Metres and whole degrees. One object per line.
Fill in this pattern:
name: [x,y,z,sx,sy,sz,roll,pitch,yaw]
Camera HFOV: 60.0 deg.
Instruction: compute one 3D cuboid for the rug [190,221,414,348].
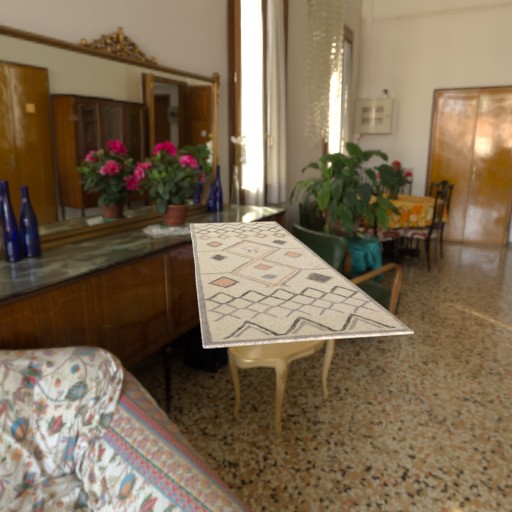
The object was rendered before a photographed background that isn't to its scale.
rug: [0.000,0.000,2.687,0.750,0.011,2.435,-2,14,-9]
